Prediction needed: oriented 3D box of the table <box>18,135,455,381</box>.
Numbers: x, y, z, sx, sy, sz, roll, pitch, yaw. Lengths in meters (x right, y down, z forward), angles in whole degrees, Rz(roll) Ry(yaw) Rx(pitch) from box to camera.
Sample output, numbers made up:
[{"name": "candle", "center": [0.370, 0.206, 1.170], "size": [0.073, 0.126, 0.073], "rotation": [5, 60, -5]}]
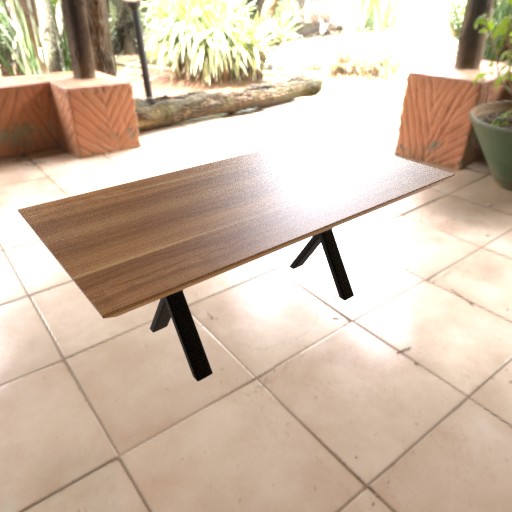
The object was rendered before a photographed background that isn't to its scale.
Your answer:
[{"name": "table", "center": [0.000, 0.000, 2.427], "size": [2.000, 0.770, 1.000], "rotation": [-22, 37, -32]}]
